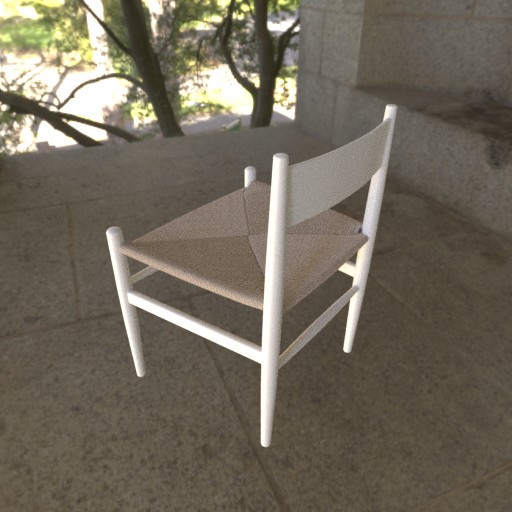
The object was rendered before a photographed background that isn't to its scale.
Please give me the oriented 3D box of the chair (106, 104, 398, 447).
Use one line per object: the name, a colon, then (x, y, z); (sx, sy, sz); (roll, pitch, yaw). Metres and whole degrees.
chair: (0.000, 0.000, 1.170); (0.495, 0.762, 0.556); (23, 39, 32)
